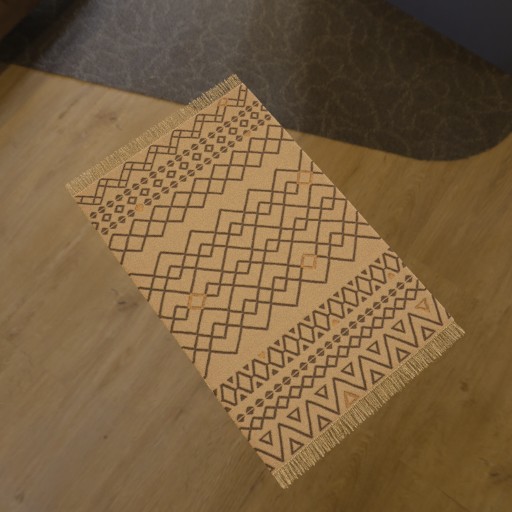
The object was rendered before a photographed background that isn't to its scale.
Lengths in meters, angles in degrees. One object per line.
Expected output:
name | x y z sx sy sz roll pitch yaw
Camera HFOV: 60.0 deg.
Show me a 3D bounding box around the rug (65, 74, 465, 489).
rug | 0.000 0.000 2.428 1.224 0.028 2.023 -37 78 -9
